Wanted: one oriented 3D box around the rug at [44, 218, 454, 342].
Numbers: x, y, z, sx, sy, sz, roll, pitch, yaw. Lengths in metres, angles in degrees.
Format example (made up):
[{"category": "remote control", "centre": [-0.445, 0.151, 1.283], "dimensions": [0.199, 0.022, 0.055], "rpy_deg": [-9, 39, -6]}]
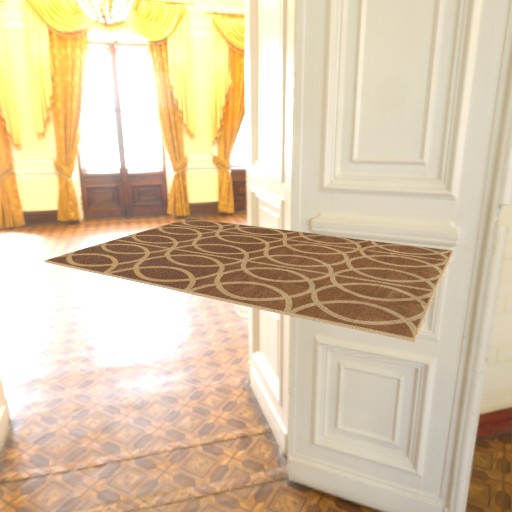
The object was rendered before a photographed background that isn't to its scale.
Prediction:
[{"category": "rug", "centre": [0.000, 0.000, 2.954], "dimensions": [2.294, 0.014, 1.528], "rpy_deg": [9, 19, 27]}]
